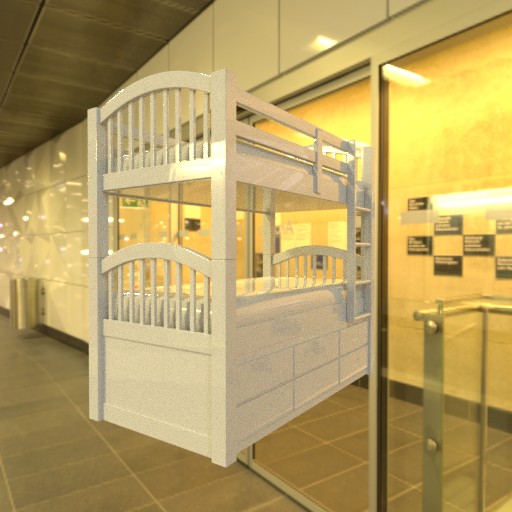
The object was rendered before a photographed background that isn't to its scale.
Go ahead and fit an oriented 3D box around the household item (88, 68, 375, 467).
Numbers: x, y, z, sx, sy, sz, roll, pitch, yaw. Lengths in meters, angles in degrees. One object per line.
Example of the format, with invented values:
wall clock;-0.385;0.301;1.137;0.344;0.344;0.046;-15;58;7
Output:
household item;0.000;0.000;3.281;1.143;2.032;2.032;1;1;35
